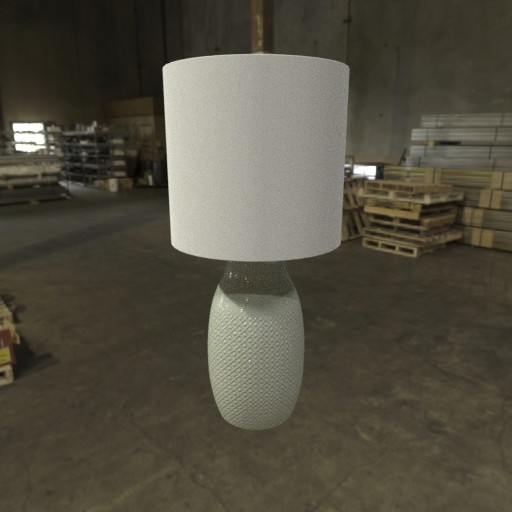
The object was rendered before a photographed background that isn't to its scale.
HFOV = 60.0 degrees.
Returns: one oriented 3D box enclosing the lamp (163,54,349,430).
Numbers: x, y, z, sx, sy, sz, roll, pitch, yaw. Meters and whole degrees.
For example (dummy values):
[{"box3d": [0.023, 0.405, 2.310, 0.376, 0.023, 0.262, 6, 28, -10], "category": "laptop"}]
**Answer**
[{"box3d": [0.000, 0.000, 0.582, 0.217, 0.453, 0.217, -14, 20, -42], "category": "lamp"}]
